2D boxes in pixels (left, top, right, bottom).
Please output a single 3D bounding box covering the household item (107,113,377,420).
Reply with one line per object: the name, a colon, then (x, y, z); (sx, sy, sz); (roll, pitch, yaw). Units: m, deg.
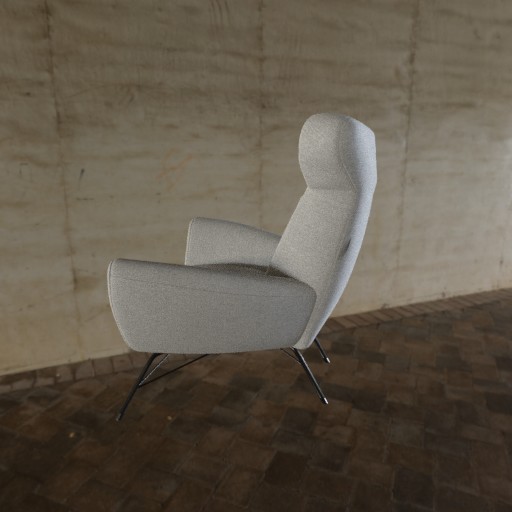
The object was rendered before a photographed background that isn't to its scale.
household item: (0.000, 0.000, 1.802); (0.900, 1.050, 0.980); (2, 14, 9)
